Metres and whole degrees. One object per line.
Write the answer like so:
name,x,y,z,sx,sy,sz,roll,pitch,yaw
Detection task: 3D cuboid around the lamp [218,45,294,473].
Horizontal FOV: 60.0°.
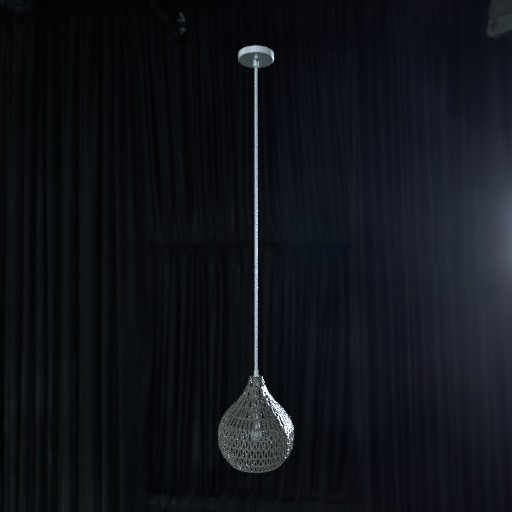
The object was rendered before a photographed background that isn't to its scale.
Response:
lamp,0.000,0.000,2.093,0.355,1.919,0.355,0,-1,-1
